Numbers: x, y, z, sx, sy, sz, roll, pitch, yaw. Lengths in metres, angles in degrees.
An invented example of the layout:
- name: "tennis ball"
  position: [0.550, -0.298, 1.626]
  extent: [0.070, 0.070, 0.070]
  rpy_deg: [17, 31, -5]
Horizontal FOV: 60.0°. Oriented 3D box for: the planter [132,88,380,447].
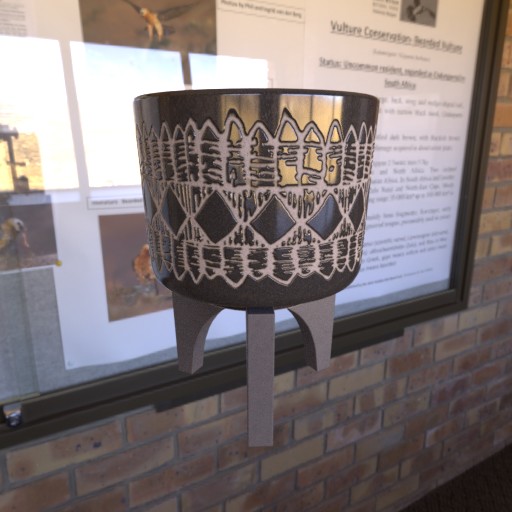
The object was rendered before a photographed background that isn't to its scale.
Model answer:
- name: "planter"
  position: [0.000, 0.000, 0.396]
  extent: [0.196, 0.264, 0.196]
  rpy_deg: [8, 17, 27]
